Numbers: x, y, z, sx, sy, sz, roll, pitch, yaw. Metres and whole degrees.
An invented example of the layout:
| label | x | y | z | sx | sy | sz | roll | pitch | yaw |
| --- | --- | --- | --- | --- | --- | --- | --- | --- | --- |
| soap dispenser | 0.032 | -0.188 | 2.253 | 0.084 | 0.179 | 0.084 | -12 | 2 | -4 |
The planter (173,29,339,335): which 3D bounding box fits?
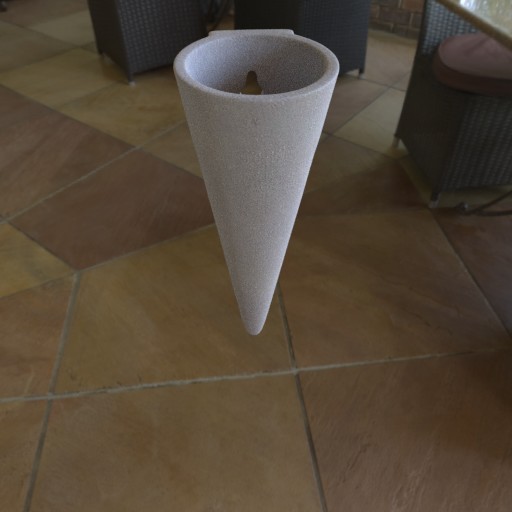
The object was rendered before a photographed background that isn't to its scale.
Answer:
| label | x | y | z | sx | sy | sz | roll | pitch | yaw |
| --- | --- | --- | --- | --- | --- | --- | --- | --- | --- |
| planter | 0.000 | 0.000 | 0.300 | 0.078 | 0.259 | 0.087 | -3 | 44 | -3 |
